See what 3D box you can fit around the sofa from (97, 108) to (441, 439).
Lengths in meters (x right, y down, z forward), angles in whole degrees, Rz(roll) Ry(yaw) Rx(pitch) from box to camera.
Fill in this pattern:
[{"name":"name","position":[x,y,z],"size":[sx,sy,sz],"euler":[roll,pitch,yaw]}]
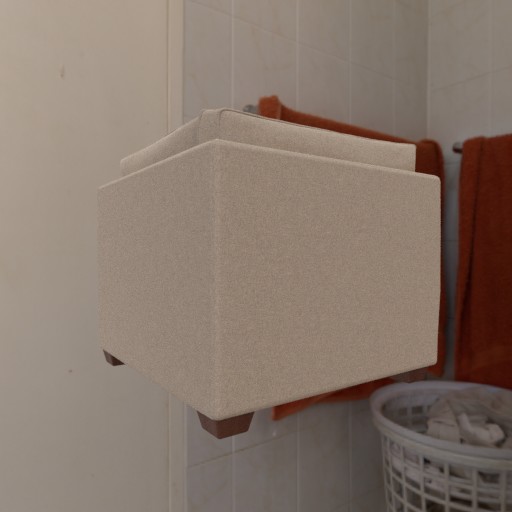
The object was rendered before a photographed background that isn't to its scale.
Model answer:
[{"name":"sofa","position":[0.000,0.000,1.951],"size":[1.084,1.002,1.146],"euler":[-1,1,-35]}]
